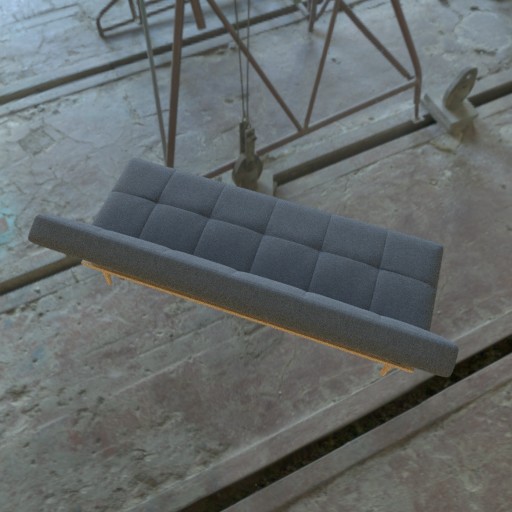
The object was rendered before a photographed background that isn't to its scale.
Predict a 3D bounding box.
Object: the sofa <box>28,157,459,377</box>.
[{"bbox_3d":[0.000,0.000,2.222,1.820,0.770,0.820,17,64,9],"label":"sofa"}]
